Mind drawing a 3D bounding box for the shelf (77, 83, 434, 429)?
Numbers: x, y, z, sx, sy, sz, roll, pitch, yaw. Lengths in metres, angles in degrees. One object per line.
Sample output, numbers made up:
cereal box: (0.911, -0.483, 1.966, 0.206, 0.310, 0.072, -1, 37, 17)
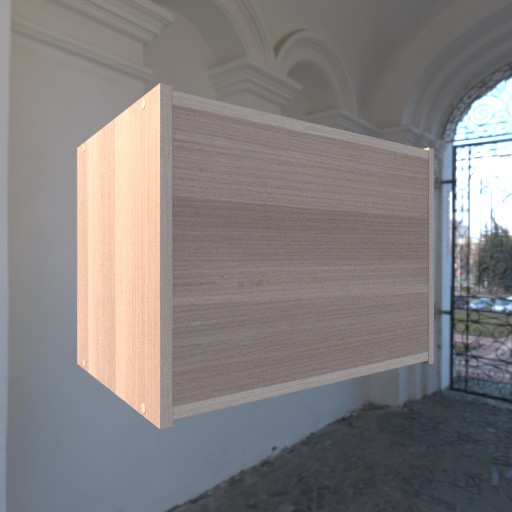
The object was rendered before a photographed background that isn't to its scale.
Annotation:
shelf: (0.000, 0.000, 0.628, 0.415, 0.305, 0.290, 0, 0, -35)
